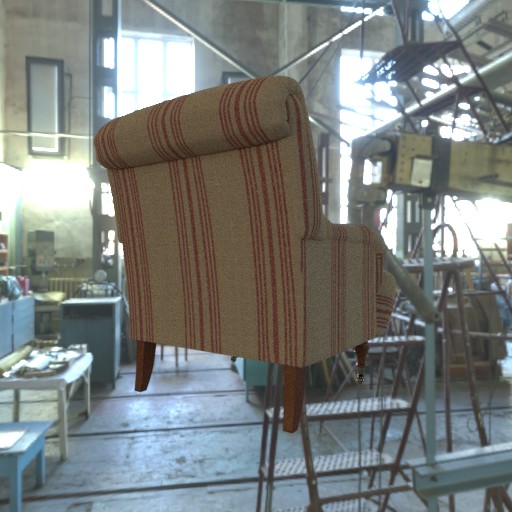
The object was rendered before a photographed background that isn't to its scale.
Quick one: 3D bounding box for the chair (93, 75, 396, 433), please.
[{"bbox_3d":[0.000,0.000,1.890,0.933,1.123,1.058,0,0,35],"label":"chair"}]
